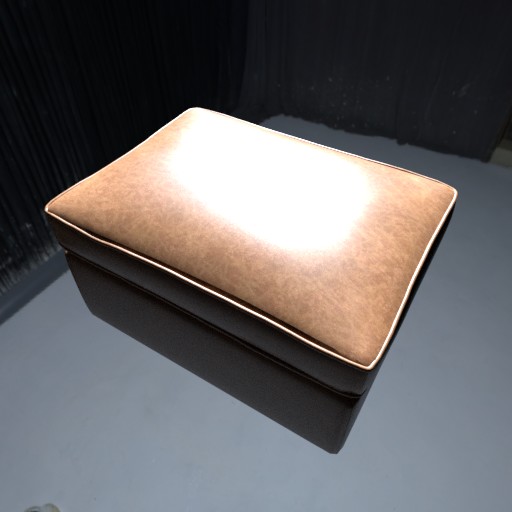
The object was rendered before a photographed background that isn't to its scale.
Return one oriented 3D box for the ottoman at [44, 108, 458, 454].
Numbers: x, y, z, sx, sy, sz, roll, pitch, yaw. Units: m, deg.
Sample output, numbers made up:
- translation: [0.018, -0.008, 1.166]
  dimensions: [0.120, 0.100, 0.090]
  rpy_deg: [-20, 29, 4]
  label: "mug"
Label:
- translation: [0.000, 0.000, 1.089]
  dimensions: [0.756, 0.468, 0.554]
  rpy_deg: [24, 50, 21]
  label: "ottoman"
